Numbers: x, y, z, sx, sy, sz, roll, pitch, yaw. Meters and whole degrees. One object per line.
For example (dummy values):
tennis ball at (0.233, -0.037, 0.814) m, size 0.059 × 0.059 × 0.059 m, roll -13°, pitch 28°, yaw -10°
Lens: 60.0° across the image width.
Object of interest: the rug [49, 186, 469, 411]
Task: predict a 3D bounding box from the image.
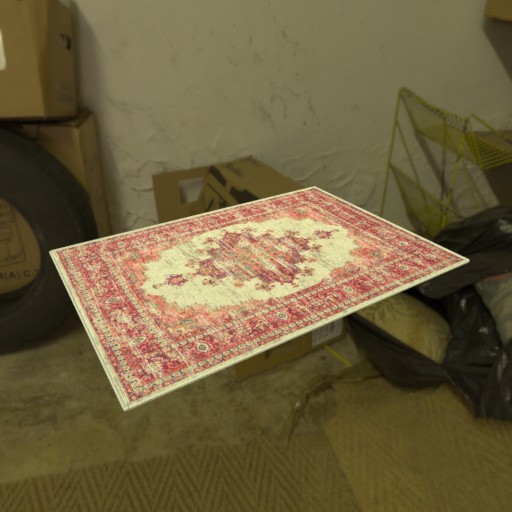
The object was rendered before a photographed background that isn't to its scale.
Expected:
rug at (0.000, 0.000, 2.238) m, size 1.747 × 0.011 × 1.217 m, roll -17°, pitch 34°, yaw -28°
